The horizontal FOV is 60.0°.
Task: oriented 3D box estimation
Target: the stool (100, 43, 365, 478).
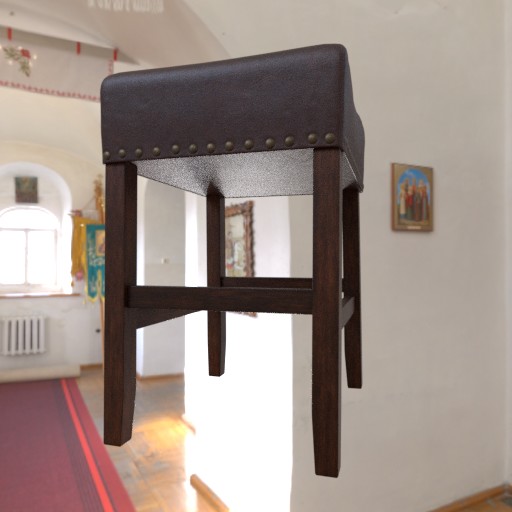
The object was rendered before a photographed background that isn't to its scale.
[{"bbox_3d":[0.000,0.000,0.877,0.397,0.608,0.465,0,0,17],"label":"stool"}]
